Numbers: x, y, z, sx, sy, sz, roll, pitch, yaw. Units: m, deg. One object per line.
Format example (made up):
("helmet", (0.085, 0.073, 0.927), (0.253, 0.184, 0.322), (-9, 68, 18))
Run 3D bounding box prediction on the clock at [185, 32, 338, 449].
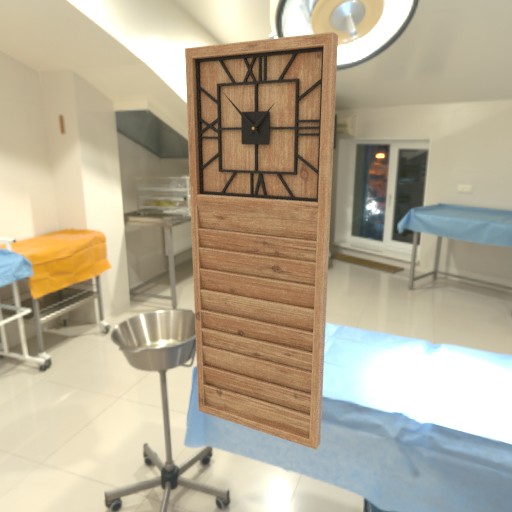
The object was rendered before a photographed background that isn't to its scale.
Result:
("clock", (0.000, 0.000, 1.090), (0.361, 0.965, 0.030), (8, 17, 26))
